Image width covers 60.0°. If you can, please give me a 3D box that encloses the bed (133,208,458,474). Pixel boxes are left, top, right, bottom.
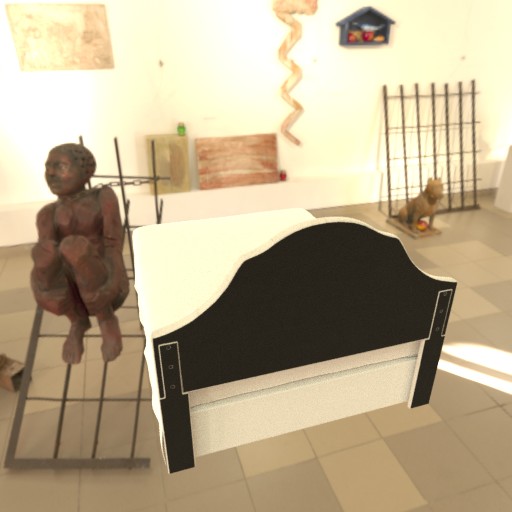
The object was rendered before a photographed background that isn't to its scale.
[{"bbox_3d":[0.000,0.000,3.764,2.039,1.617,2.477,-8,28,-16],"label":"bed"}]
